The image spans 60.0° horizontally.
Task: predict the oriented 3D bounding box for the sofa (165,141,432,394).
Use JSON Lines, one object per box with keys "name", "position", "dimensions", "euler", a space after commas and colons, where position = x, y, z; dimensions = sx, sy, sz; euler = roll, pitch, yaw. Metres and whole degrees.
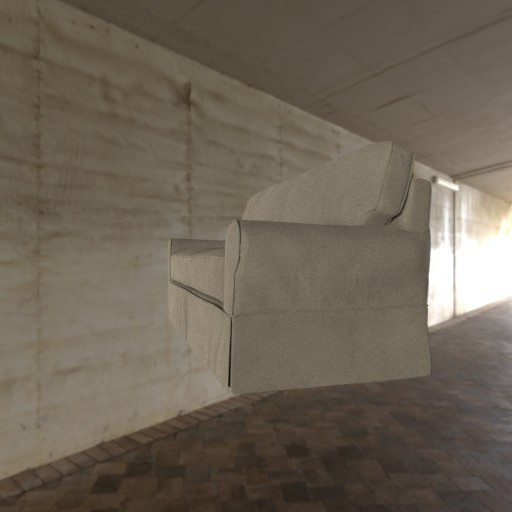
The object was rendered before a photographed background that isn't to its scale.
{"name": "sofa", "position": [0.000, 0.000, 2.727], "dimensions": [0.900, 1.014, 2.246], "euler": [0, 0, -17]}
